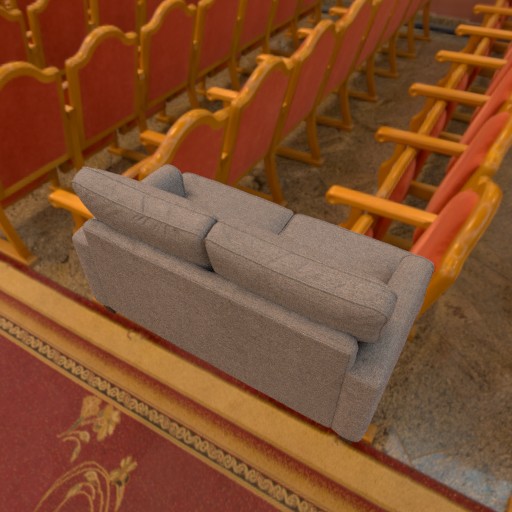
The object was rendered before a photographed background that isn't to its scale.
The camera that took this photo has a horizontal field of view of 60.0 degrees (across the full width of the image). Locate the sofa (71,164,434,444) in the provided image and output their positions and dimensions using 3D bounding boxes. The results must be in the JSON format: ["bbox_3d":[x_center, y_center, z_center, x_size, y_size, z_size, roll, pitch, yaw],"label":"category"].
[{"bbox_3d":[0.000,0.000,2.287,1.651,0.965,0.965,23,49,22],"label":"sofa"}]
